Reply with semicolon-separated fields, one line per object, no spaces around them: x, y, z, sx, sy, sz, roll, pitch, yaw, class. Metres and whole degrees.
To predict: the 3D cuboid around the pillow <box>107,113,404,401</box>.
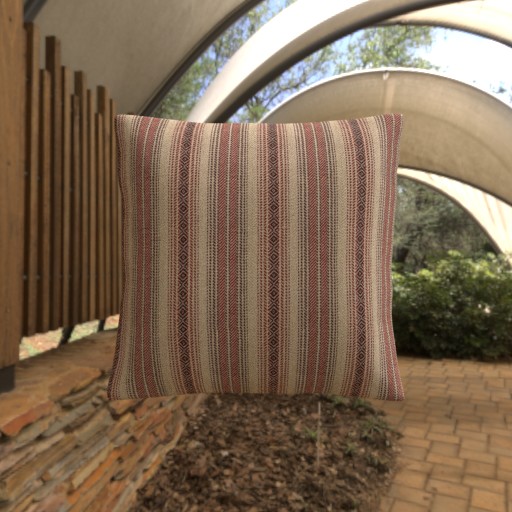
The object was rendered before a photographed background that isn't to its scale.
0.000;0.000;0.770;0.513;0.497;0.166;0;-1;1;pillow
